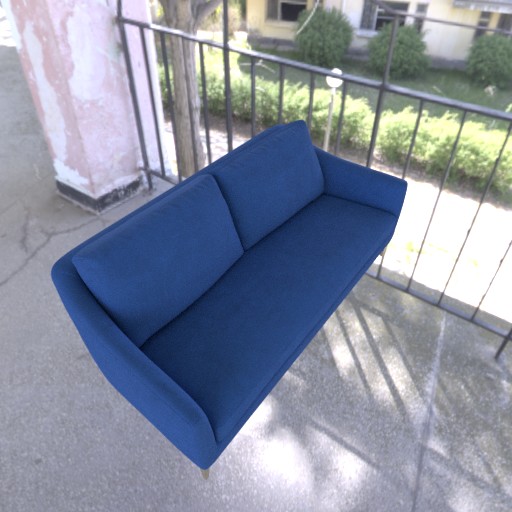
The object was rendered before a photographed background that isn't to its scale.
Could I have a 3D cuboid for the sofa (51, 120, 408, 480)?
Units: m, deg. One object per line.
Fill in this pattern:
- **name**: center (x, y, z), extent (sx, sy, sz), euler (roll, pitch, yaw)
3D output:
- **sofa**: center (0.000, 0.000, 2.494), extent (0.960, 0.903, 2.036), euler (26, 47, 26)
